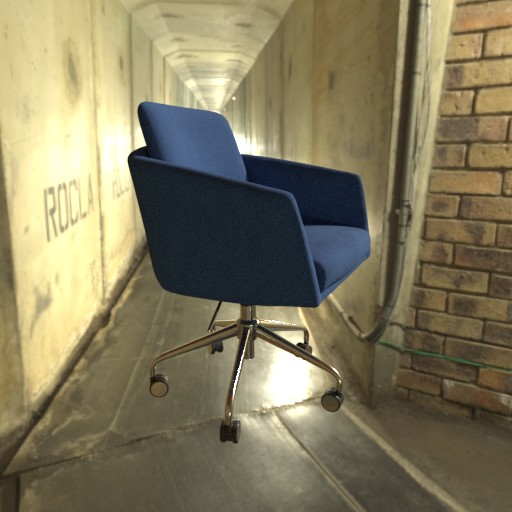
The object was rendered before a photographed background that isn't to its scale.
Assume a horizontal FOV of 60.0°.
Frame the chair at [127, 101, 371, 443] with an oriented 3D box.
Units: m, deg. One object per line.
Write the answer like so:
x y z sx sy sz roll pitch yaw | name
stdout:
0.000 0.000 1.376 0.635 0.908 0.641 6 15 26 | chair
